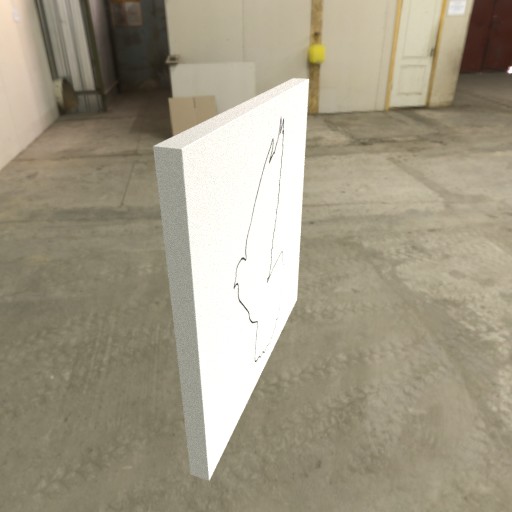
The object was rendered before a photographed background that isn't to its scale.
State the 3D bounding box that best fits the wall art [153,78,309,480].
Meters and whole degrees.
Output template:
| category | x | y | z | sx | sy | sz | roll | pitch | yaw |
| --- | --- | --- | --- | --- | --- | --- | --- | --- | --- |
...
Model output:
| category | x | y | z | sx | sy | sz | roll | pitch | yaw |
| --- | --- | --- | --- | --- | --- | --- | --- | --- | --- |
| wall art | 0.000 | 0.000 | 0.914 | 0.038 | 0.610 | 0.610 | 10 | 31 | 17 |
